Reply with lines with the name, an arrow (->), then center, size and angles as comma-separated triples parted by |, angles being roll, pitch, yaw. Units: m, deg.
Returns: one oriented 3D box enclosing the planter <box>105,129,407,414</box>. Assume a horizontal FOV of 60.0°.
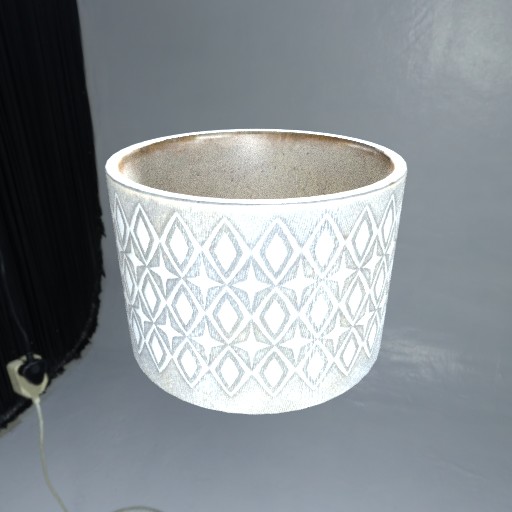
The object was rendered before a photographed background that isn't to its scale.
planter -> 0.000, 0.000, 0.316 | 0.186, 0.144, 0.186 | 0, 26, 0
